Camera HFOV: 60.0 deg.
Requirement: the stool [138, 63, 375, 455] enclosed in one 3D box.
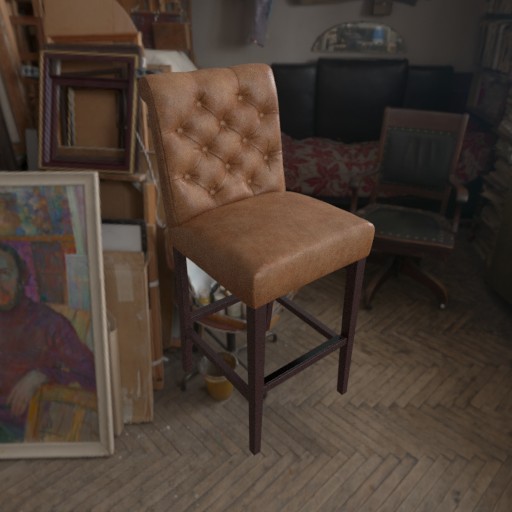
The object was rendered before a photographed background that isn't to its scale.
[{"bbox_3d":[0.000,0.000,1.515,0.493,1.140,0.601,-22,37,-32],"label":"stool"}]
